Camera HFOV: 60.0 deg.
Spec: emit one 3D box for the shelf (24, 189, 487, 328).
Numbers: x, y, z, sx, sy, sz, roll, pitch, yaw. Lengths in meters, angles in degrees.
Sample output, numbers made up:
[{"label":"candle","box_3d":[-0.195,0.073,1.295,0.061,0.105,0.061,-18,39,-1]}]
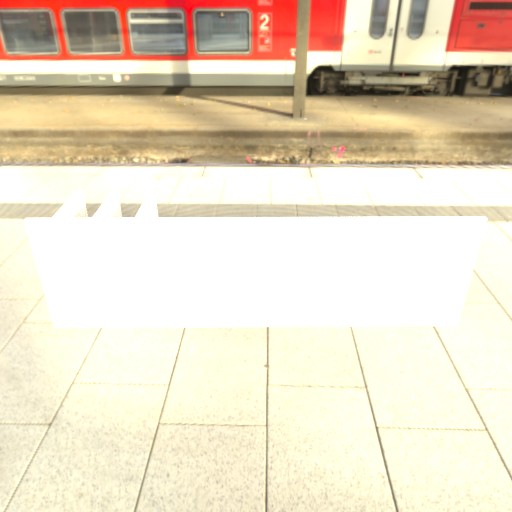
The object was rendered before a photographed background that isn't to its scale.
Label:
[{"label":"shelf","box_3d":[0.000,0.000,1.135,1.020,0.300,0.200,0,30,0]}]
